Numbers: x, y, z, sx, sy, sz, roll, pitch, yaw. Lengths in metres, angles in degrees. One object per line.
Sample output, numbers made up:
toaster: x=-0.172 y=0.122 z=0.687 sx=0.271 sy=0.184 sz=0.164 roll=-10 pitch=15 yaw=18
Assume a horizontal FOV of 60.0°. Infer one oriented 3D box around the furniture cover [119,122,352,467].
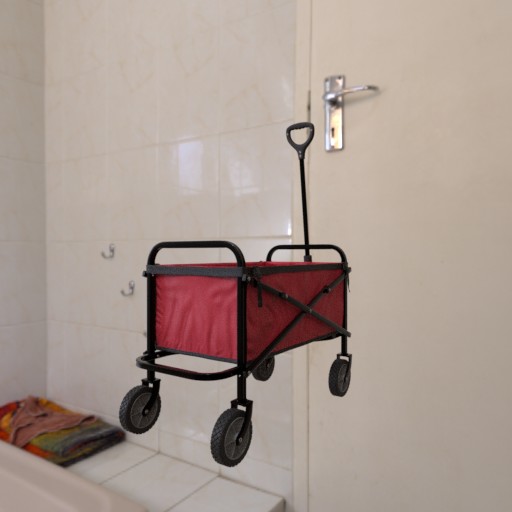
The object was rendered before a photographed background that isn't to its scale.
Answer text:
furniture cover: x=0.000 y=0.000 z=1.863 sx=0.532 sy=1.295 sz=1.038 roll=0 pitch=1 yaw=35
